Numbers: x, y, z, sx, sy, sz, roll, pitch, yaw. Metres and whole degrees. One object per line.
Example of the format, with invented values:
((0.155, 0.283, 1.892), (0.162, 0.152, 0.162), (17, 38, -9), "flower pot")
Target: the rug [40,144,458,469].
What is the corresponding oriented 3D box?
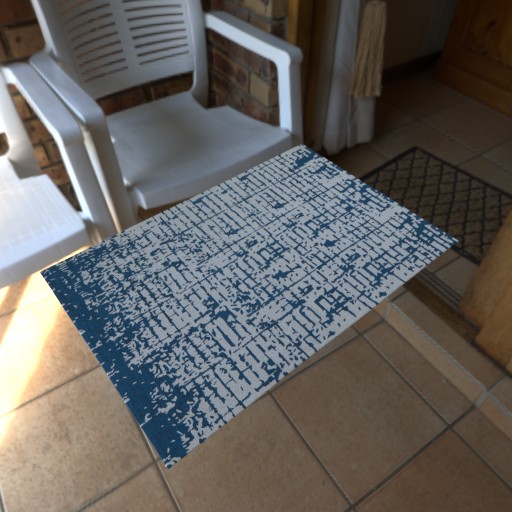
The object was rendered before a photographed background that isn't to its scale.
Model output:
((0.000, 0.000, 2.314), (1.828, 0.007, 1.220), (-31, 54, -26), "rug")
